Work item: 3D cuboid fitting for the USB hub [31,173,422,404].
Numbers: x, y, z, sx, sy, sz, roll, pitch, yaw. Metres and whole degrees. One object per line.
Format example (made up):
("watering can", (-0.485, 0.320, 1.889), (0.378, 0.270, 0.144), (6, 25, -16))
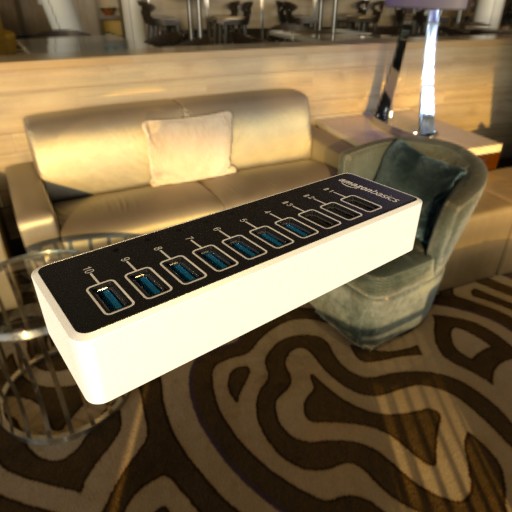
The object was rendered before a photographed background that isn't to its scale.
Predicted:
("USB hub", (0.000, 0.000, 0.166), (0.145, 0.023, 0.044), (-21, 37, -32))
